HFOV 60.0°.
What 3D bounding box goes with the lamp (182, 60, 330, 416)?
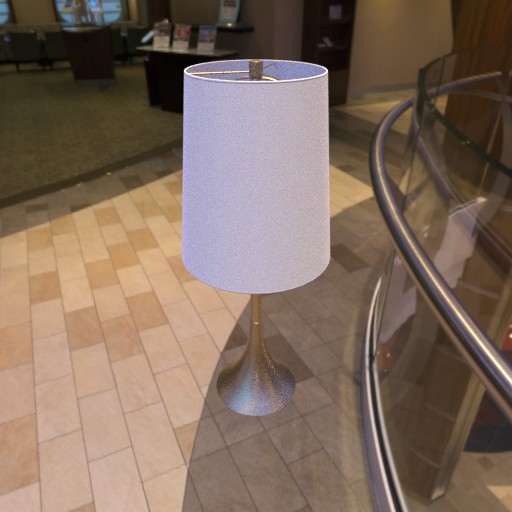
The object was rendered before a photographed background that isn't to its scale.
[{"bbox_3d":[0.000,0.000,0.701,0.231,0.569,0.231,0,31,0],"label":"lamp"}]
